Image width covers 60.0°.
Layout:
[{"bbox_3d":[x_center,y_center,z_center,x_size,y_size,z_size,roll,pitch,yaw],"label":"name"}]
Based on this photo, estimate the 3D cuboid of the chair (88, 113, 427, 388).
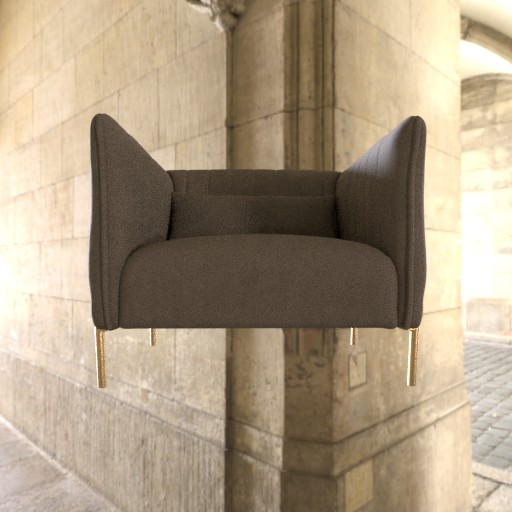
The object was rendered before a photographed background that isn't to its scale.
[{"bbox_3d":[0.000,0.000,1.620,0.981,0.779,0.873,0,-1,-1],"label":"chair"}]
